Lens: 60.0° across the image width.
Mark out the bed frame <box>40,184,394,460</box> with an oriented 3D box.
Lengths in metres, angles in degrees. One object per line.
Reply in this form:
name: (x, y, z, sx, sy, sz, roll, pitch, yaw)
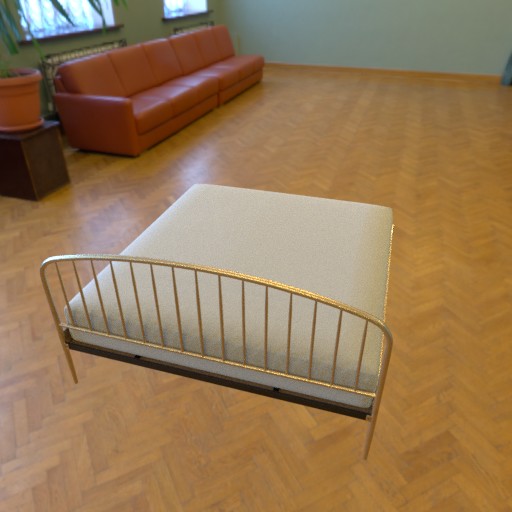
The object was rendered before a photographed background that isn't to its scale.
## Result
bed frame: (0.000, 0.000, 3.397, 2.016, 1.174, 2.152, 9, 33, 14)
